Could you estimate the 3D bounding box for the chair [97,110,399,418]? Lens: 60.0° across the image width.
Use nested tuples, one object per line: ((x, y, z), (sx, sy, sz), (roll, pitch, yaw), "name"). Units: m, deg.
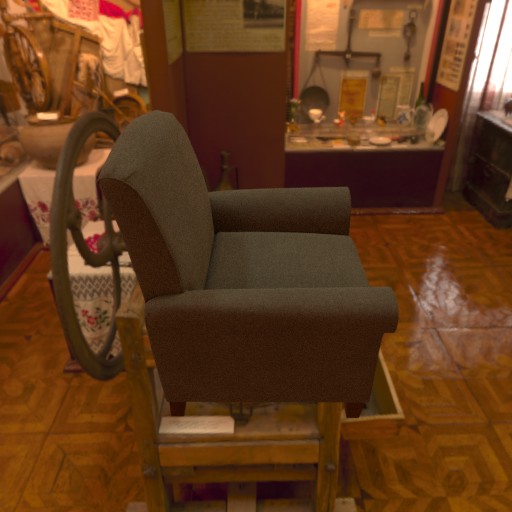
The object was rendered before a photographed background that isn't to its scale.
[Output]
((0.000, 0.000, 1.783), (0.905, 1.061, 0.978), (0, 31, 0), "chair")
